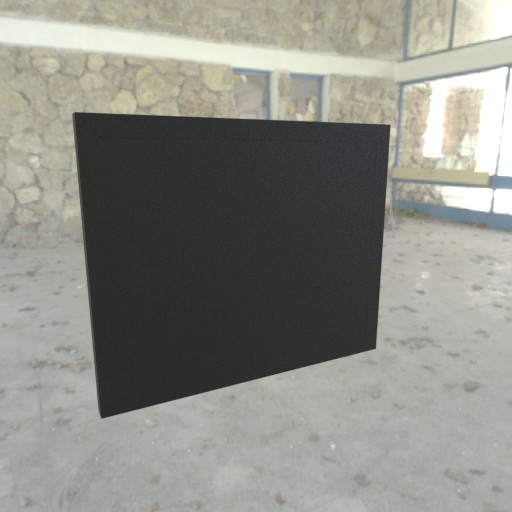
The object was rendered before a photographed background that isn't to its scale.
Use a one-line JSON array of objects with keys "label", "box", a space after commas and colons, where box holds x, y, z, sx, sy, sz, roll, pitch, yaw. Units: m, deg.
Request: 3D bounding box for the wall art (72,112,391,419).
[{"label": "wall art", "box": [0.000, 0.000, 0.777, 0.558, 0.457, 0.029, -7, 14, -26]}]
